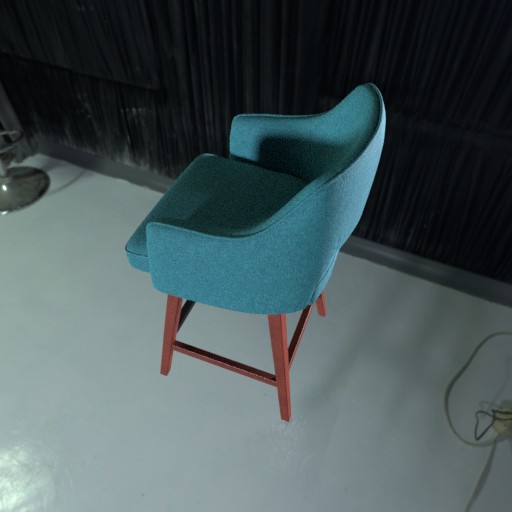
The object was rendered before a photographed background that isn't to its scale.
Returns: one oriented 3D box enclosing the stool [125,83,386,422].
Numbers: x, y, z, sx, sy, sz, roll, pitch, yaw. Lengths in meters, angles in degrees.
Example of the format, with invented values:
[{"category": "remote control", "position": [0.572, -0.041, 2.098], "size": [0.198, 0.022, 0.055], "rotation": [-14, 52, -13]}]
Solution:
[{"category": "stool", "position": [0.000, 0.000, 1.296], "size": [0.556, 0.961, 0.548], "rotation": [16, 49, 14]}]
